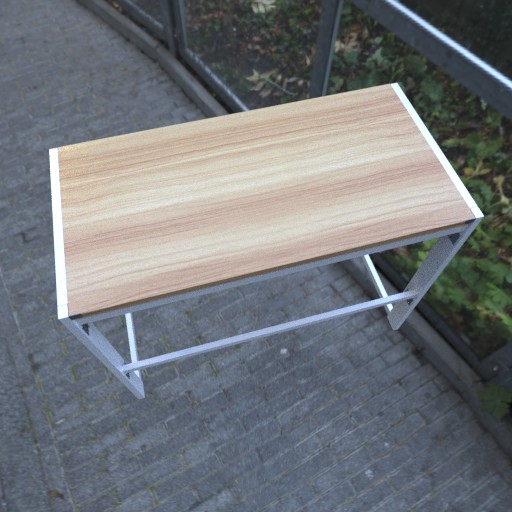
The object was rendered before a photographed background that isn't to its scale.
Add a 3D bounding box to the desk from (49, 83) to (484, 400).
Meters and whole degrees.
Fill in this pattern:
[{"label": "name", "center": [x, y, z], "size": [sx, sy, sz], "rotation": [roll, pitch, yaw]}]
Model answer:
[{"label": "desk", "center": [0.000, 0.000, 1.461], "size": [1.016, 0.762, 0.508], "rotation": [-13, 61, -8]}]
